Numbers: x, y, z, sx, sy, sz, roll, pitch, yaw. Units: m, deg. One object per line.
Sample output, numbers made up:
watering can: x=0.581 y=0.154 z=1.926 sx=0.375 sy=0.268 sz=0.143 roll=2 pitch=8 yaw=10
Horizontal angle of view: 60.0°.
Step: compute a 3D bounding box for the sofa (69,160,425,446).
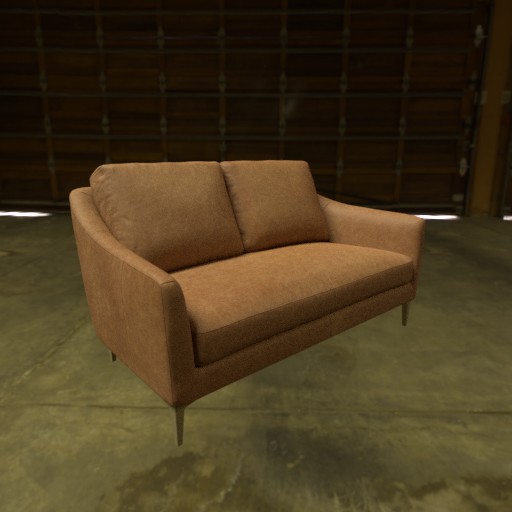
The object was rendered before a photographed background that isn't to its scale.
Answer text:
sofa: x=0.000 y=0.000 z=2.175 sx=1.619 sy=0.902 sz=0.960 roll=-13 pitch=19 yaw=-42
